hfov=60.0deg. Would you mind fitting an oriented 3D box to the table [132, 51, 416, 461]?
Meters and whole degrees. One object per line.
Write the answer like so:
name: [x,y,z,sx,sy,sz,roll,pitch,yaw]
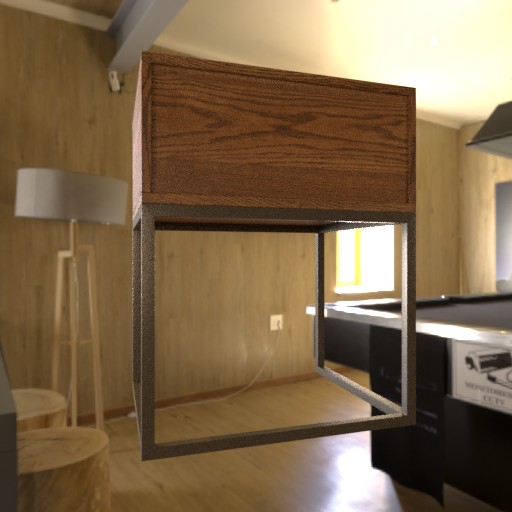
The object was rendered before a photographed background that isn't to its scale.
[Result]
table: [0.000,0.000,0.920,0.482,0.610,0.400,0,0,-17]
